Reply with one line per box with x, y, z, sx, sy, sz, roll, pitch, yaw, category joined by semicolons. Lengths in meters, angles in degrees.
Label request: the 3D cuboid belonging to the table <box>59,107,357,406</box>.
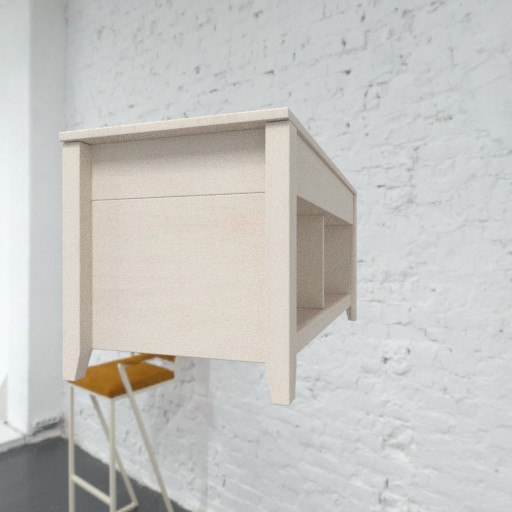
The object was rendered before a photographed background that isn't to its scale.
0.000;0.000;1.265;0.457;0.483;1.016;0;0;19;table
